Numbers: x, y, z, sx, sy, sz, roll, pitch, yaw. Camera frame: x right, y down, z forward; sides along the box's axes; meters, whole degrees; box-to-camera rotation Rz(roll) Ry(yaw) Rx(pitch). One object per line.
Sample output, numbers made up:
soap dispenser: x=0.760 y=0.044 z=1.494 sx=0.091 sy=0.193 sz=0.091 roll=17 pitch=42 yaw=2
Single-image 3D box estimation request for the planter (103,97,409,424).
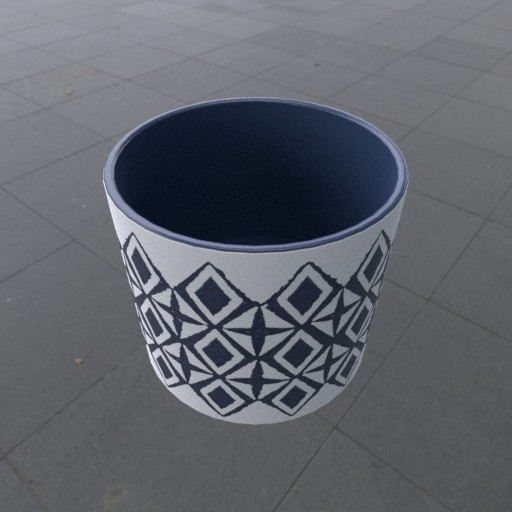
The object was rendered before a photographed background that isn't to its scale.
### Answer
planter: x=0.000 y=0.000 z=0.399 sx=0.224 sy=0.203 sz=0.224 roll=0 pitch=41 yaw=0
